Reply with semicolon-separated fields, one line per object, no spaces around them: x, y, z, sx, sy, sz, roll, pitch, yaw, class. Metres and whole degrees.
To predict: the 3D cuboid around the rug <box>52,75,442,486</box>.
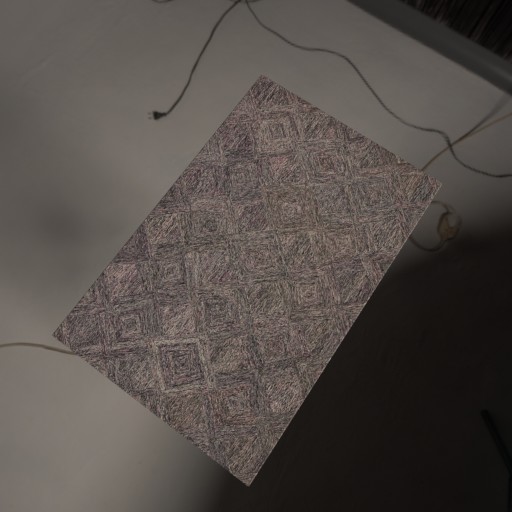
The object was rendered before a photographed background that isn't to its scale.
0.000;0.000;2.897;1.501;0.017;2.298;34;78;8;rug
